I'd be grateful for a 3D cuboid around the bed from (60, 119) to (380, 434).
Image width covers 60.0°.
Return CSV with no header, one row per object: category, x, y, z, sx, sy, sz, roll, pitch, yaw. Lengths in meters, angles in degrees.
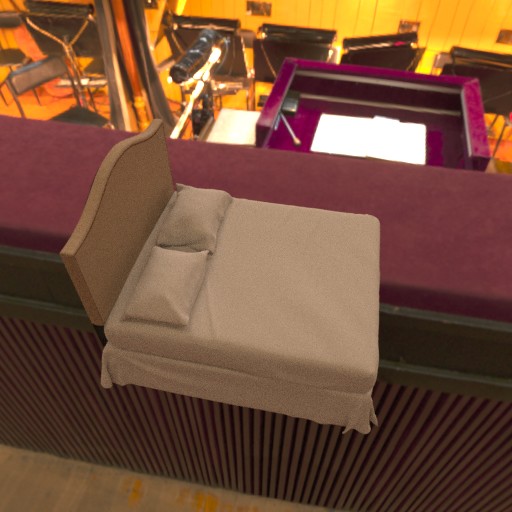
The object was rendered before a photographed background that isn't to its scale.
bed,0.000,0.000,3.483,2.221,1.645,1.876,8,47,8
